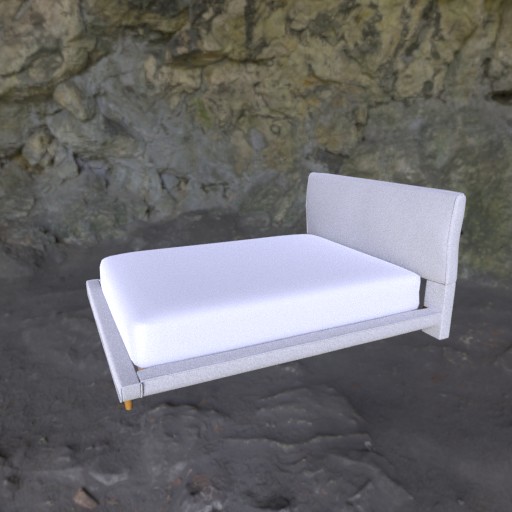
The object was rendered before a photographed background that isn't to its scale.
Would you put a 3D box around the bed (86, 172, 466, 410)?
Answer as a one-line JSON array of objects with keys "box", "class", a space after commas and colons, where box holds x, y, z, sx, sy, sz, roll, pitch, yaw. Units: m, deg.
[{"box": [0.000, 0.000, 3.410, 2.368, 1.067, 1.840, -7, 17, -24], "class": "bed"}]
